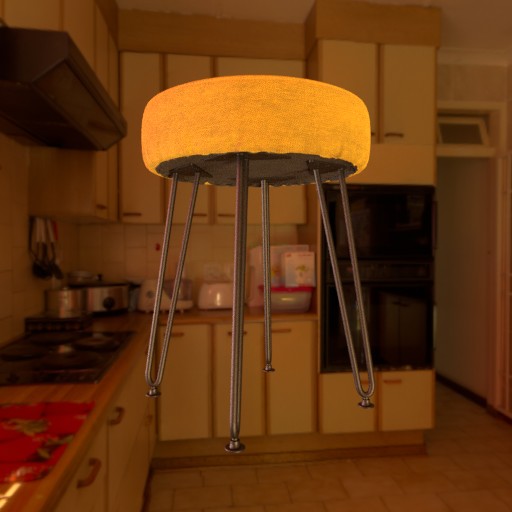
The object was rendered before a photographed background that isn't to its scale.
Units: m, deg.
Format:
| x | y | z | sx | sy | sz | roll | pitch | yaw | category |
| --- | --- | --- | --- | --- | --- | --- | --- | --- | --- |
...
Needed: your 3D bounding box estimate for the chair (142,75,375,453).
| x | y | z | sx | sy | sz | roll | pitch | yaw | category |
| --- | --- | --- | --- | --- | --- | --- | --- | --- | --- |
| 0.000 | 0.000 | 0.694 | 0.345 | 0.455 | 0.345 | -1 | 2 | -36 | chair |
